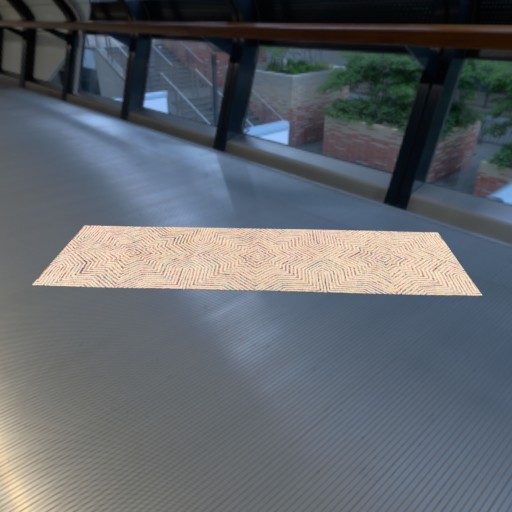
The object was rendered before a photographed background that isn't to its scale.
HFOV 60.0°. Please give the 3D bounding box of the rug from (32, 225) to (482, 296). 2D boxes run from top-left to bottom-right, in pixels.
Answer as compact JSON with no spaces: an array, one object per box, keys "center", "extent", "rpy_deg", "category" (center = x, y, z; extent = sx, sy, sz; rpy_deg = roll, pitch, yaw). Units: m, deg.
[{"center":[0.000,0.000,2.729],"extent":[2.443,0.009,0.771],"rpy_deg":[1,29,2],"category":"rug"}]
